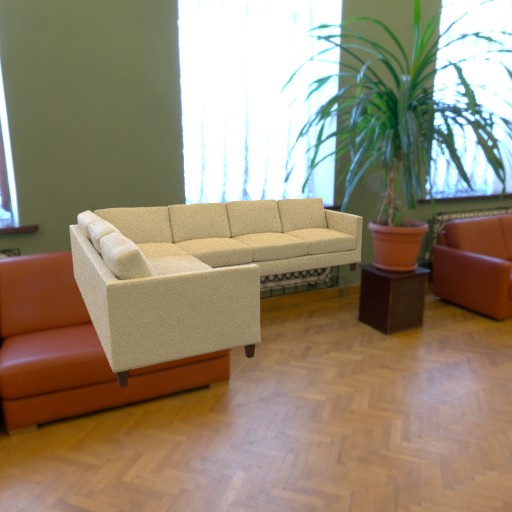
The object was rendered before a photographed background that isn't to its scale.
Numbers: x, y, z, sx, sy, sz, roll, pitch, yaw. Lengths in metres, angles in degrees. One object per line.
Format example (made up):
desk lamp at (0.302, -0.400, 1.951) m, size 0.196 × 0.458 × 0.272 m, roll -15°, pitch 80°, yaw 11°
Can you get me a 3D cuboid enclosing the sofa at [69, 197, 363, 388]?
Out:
sofa at (0.000, 0.000, 4.359) m, size 3.182 × 0.863 × 2.432 m, roll -7°, pitch 15°, yaw -26°
